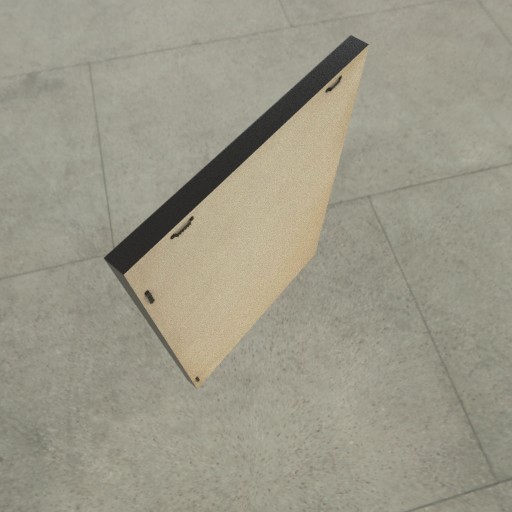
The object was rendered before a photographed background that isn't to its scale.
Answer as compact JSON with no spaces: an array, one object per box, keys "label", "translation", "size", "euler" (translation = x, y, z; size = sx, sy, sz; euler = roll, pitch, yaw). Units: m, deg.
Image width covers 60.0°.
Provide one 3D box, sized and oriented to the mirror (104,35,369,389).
[{"label":"mirror","translation":[0.000,0.000,0.914],"size":[0.040,0.710,0.507],"euler":[37,69,17]}]
